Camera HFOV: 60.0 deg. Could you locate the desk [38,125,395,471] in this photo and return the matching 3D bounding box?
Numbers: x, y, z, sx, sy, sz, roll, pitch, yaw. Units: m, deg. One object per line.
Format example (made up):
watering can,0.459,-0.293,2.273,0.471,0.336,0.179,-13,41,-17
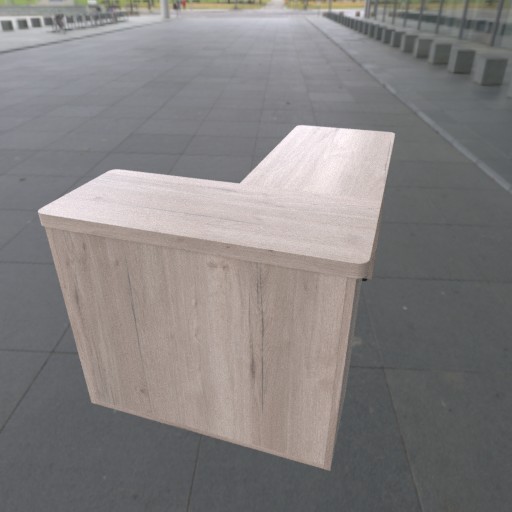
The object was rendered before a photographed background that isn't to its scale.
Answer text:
desk,0.000,0.000,1.762,0.900,0.760,1.169,9,31,15
